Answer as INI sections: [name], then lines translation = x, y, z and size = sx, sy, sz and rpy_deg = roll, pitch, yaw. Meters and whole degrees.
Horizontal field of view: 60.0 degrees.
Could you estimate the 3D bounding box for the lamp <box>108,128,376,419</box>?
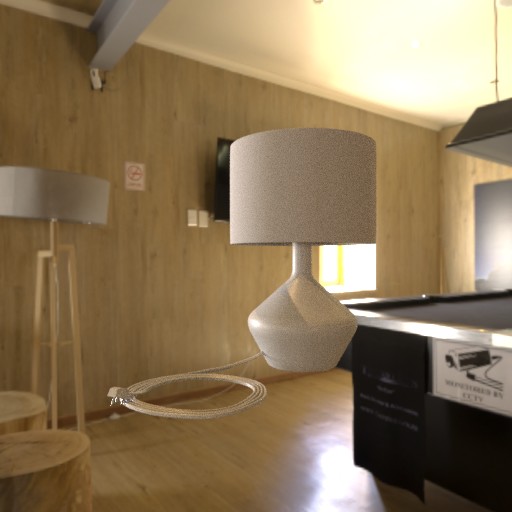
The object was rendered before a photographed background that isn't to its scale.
[lamp]
translation = 0.000, 0.000, 0.855
size = 0.546, 0.457, 0.401
rpy_deg = 0, 0, -20
